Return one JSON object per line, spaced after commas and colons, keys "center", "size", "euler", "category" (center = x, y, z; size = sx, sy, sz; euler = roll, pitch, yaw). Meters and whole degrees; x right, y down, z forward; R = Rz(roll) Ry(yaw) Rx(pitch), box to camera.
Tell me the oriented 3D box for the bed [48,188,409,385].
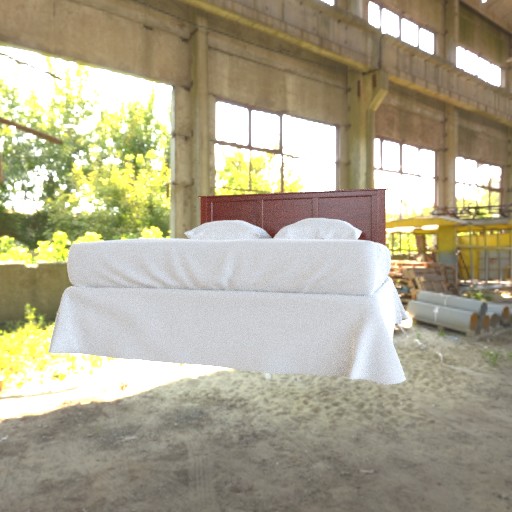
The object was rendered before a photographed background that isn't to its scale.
{"center": [0.000, 0.000, 3.520], "size": [2.314, 1.271, 2.219], "euler": [0, 1, 19], "category": "bed"}
